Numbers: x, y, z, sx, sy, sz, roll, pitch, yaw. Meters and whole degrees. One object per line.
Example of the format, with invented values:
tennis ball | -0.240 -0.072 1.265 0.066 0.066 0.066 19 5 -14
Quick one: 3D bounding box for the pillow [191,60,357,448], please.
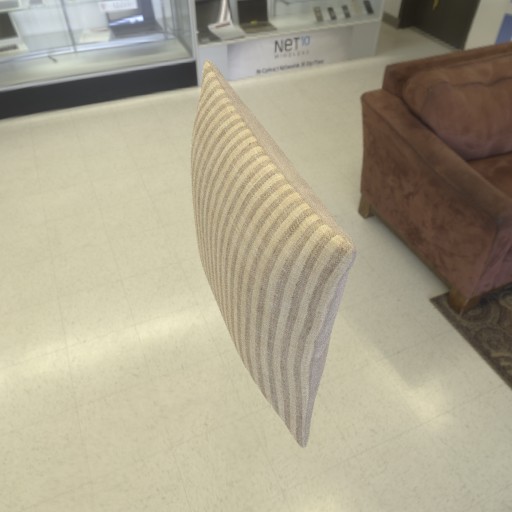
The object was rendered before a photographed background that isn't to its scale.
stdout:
pillow | 0.000 0.000 0.798 0.166 0.510 0.523 -15 48 -15
